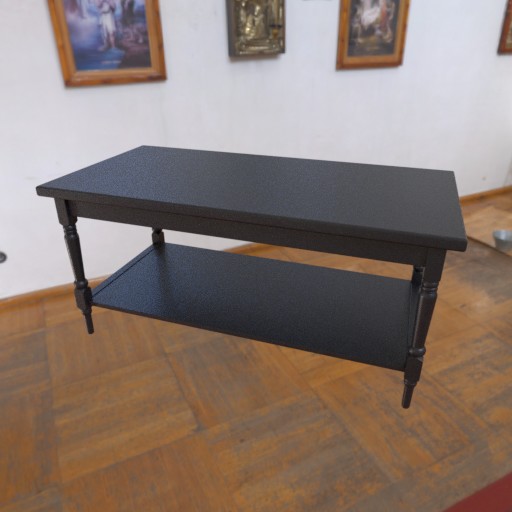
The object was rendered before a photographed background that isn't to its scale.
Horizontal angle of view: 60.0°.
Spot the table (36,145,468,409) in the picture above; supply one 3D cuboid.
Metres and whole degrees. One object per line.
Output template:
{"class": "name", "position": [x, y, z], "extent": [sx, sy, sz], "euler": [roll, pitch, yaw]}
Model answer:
{"class": "table", "position": [0.000, 0.000, 1.412], "extent": [1.107, 0.510, 0.550], "euler": [9, 28, 17]}
